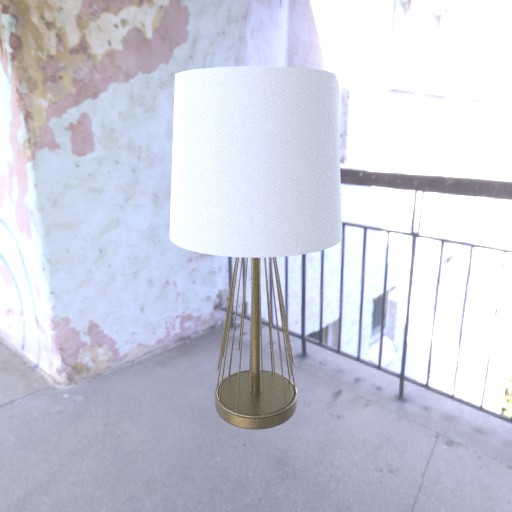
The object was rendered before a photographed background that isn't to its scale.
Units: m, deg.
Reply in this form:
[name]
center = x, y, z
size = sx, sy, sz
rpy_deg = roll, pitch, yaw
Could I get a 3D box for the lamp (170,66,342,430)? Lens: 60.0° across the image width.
[lamp]
center = 0.000, 0.000, 0.804
size = 0.303, 0.618, 0.303
rpy_deg = 0, 16, 0
